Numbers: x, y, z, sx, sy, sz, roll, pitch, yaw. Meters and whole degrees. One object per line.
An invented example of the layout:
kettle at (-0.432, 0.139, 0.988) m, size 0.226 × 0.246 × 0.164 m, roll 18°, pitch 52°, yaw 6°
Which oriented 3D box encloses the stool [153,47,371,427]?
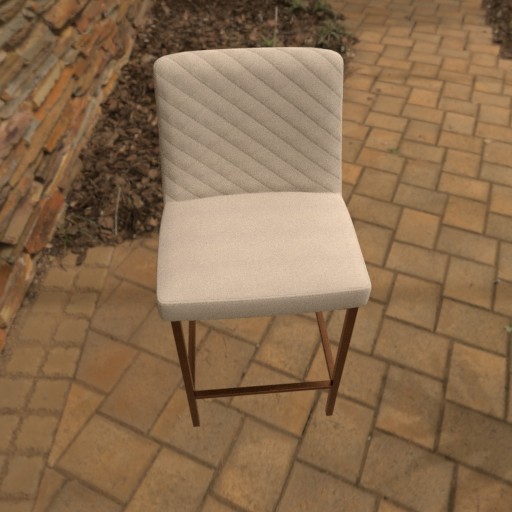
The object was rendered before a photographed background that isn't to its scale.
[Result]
stool at (0.000, 0.000, 1.278) m, size 0.507 × 0.973 × 0.576 m, roll -4°, pitch 47°, yaw -3°
